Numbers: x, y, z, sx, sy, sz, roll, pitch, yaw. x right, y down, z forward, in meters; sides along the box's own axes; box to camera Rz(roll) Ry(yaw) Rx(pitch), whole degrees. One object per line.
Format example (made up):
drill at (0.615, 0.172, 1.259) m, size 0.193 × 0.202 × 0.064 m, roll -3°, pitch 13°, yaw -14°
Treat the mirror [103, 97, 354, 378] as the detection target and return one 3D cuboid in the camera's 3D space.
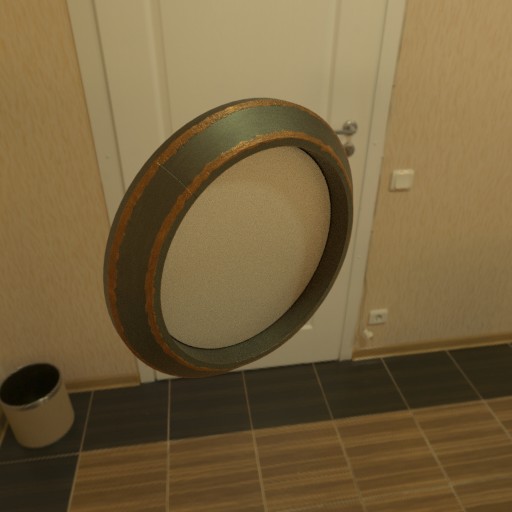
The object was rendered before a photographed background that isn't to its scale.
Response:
mirror at (0.000, 0.000, 1.355) m, size 0.907 × 0.907 × 0.111 m, roll -22°, pitch 38°, yaw -31°
